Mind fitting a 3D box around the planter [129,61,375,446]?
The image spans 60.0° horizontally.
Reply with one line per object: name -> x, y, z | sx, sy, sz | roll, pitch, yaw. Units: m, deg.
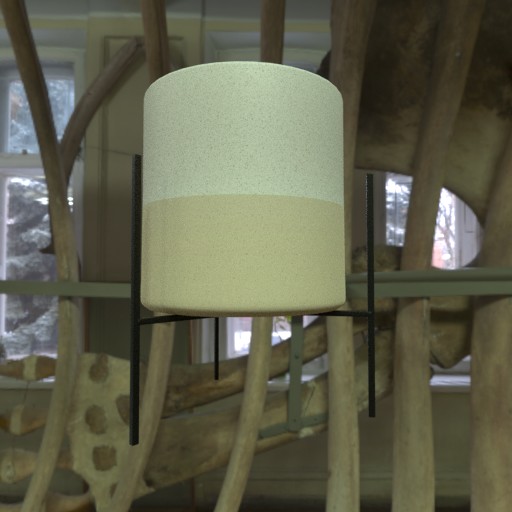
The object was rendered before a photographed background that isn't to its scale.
planter -> 0.000, 0.000, 0.543 | 0.267, 0.362, 0.263 | 0, -2, 0
